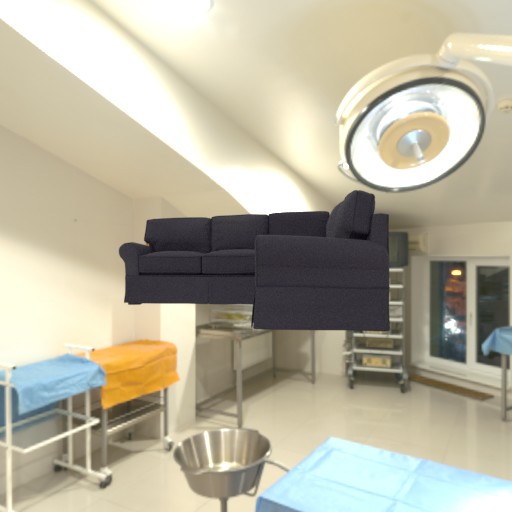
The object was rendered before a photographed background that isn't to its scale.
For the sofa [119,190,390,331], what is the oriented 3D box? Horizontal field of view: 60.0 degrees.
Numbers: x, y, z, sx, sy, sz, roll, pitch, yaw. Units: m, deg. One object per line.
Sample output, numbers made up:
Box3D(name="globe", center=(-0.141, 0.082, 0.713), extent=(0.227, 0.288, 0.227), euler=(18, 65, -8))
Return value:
Box3D(name="sofa", center=(0.000, 0.000, 5.140), extent=(3.773, 1.169, 2.874), euler=(0, 0, 37))
